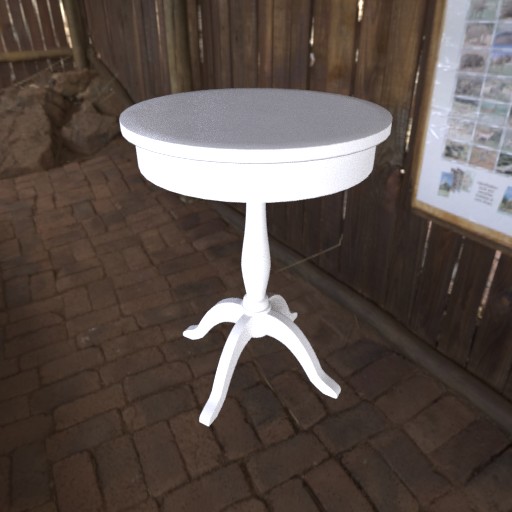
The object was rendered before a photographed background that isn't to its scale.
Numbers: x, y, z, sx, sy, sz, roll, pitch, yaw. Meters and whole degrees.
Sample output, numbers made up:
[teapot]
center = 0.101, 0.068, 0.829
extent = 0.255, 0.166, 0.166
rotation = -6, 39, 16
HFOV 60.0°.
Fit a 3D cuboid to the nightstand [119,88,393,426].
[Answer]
[nightstand]
center = 0.000, 0.000, 1.023
extent = 0.513, 0.653, 0.513
rotation = 22, 37, 33
